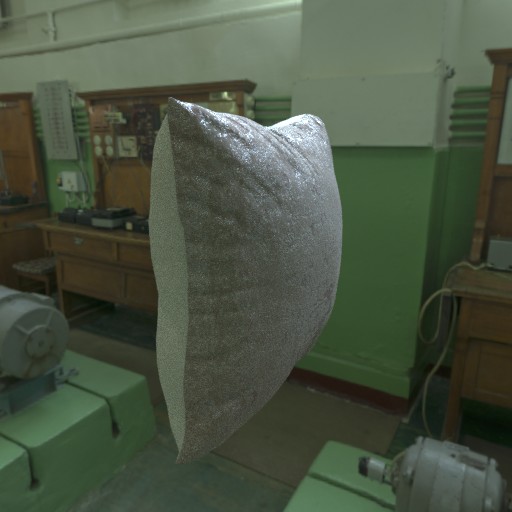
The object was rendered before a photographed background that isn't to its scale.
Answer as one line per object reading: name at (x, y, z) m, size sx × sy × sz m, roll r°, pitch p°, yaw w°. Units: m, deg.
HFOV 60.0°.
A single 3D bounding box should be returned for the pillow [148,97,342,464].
pillow at (0.000, 0.000, 0.703) m, size 0.245 × 0.448 × 0.450 m, roll 8°, pitch 17°, yaw 27°
